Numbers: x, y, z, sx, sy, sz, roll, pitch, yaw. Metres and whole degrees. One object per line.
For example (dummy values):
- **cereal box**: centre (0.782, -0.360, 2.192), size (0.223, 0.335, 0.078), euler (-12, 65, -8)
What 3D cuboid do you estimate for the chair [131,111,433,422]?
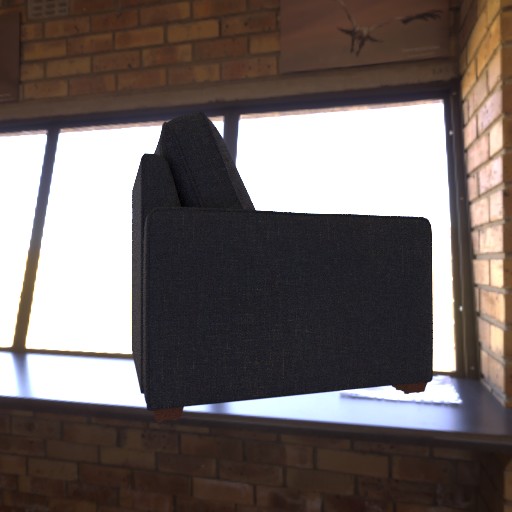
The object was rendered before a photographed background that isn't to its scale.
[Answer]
- **chair**: centre (0.000, 0.000, 1.785), size (0.940, 0.919, 1.017), euler (0, -1, -18)
